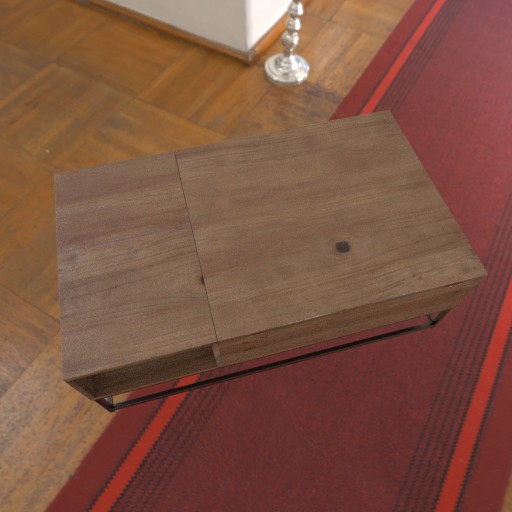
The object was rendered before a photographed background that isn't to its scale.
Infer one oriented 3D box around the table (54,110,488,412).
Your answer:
[{"bbox_3d":[0.000,0.000,1.430,1.101,0.395,0.655,-13,60,-7],"label":"table"}]
